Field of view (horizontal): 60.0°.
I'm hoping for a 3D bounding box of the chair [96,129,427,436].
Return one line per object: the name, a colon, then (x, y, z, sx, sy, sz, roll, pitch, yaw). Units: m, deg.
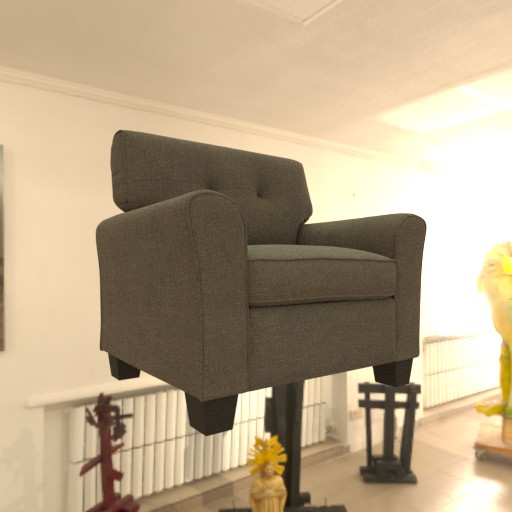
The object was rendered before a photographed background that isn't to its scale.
chair: (0.000, 0.000, 1.597, 0.941, 0.890, 0.816, 1, -1, -36)
